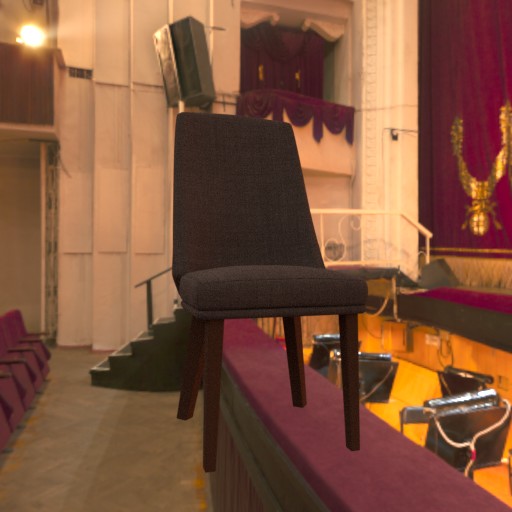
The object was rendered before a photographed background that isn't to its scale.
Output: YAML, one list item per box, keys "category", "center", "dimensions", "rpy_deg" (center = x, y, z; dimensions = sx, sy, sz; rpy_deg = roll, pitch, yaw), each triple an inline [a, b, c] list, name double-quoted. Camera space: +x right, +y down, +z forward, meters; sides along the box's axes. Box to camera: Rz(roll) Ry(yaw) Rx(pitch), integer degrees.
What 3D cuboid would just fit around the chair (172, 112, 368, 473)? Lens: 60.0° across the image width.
- category: "chair"
  center: [0.000, 0.000, 1.380]
  dimensions: [0.510, 1.050, 0.577]
  rpy_deg: [0, -1, -18]
